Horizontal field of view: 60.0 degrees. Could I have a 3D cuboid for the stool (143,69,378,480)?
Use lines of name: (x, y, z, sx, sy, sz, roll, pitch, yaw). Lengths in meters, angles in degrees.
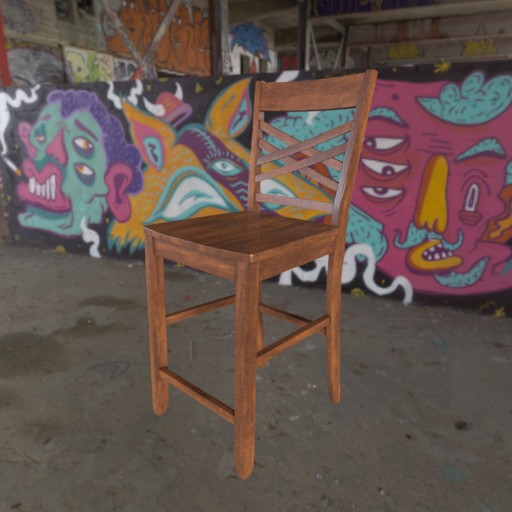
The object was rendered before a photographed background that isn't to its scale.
stool: (0.000, 0.000, 1.372, 0.462, 1.079, 0.539, 15, 22, 42)
